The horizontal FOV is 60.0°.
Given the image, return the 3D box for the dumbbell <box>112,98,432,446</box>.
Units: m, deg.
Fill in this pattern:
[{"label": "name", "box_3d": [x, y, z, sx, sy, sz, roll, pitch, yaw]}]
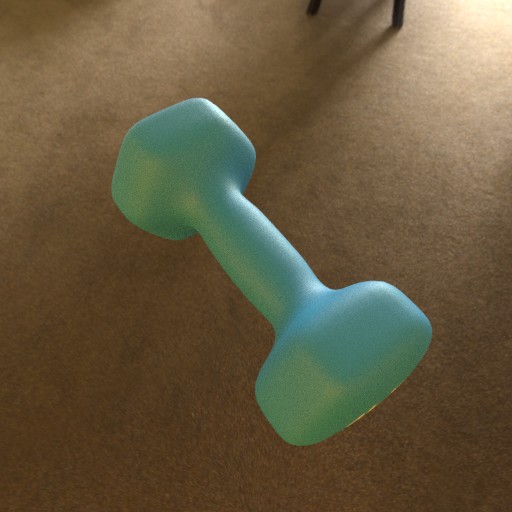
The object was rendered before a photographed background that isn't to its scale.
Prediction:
[{"label": "dumbbell", "box_3d": [0.000, 0.000, 0.191, 0.074, 0.066, 0.152, -31, 64, -17]}]
